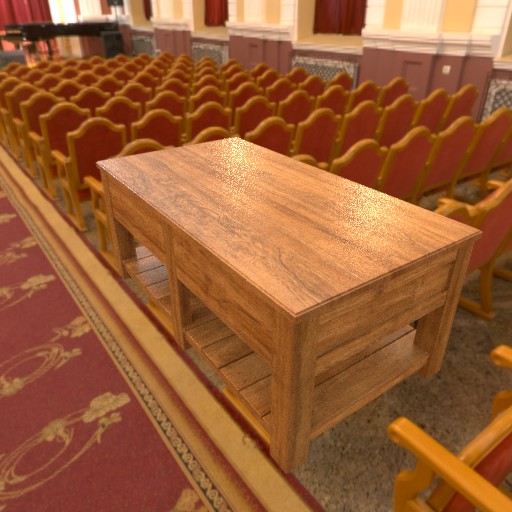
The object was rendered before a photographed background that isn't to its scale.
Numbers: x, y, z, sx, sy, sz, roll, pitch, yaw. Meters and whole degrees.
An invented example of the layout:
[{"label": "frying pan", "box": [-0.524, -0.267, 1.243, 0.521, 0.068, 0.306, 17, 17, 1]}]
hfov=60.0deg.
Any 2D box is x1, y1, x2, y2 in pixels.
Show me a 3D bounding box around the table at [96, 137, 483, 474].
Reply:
[{"label": "table", "box": [0.000, 0.000, 1.502, 0.635, 0.480, 1.150, -19, 34, -30]}]
